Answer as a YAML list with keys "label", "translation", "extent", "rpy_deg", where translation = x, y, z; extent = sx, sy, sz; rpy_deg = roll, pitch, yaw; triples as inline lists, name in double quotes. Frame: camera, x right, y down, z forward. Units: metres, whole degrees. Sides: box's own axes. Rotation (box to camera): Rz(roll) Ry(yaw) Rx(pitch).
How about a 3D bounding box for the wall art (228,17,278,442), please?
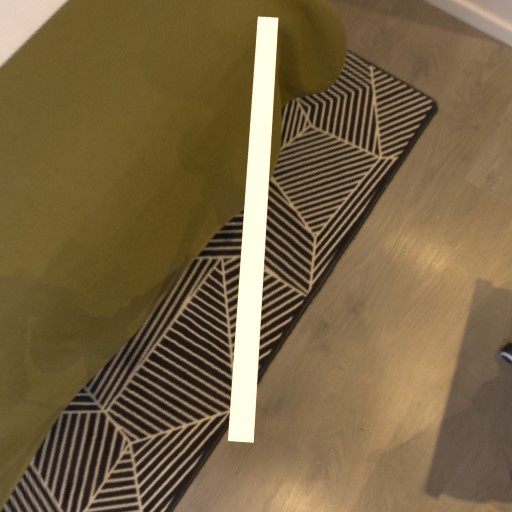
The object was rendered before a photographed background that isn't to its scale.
- label: "wall art"
  translation: [0.000, 0.000, 0.831]
  extent: [0.028, 0.559, 0.559]
  rpy_deg: [3, 77, 1]
